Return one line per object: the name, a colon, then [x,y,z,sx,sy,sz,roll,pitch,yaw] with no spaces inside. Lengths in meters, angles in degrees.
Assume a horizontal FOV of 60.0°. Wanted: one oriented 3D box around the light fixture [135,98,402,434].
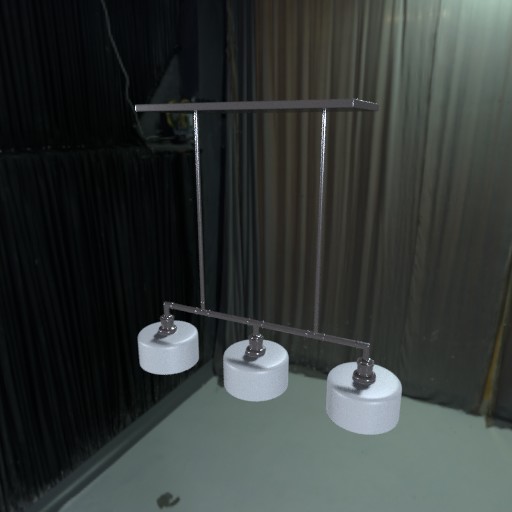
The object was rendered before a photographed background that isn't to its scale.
light fixture: [0.000,0.000,0.859,0.582,0.557,0.177,8,18,25]
